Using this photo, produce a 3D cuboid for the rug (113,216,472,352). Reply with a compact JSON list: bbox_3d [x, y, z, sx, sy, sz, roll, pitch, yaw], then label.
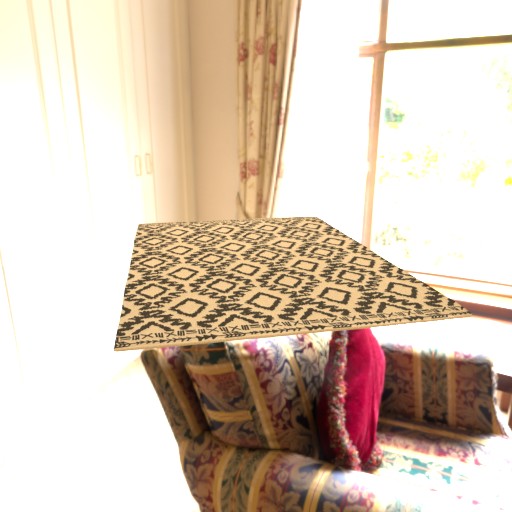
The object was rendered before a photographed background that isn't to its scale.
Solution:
[{"bbox_3d":[0.000,0.000,4.422,2.444,0.036,3.369,-4,18,-11],"label":"rug"}]
